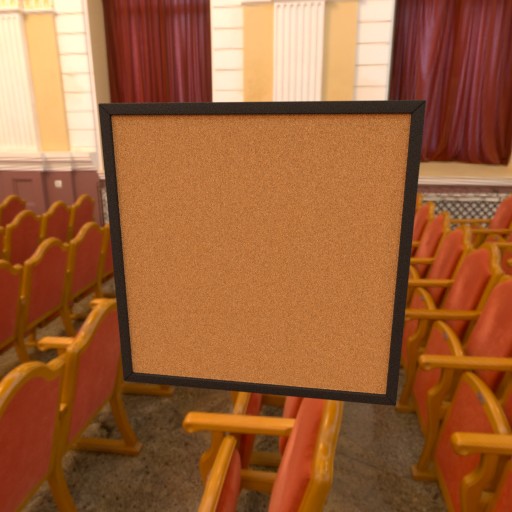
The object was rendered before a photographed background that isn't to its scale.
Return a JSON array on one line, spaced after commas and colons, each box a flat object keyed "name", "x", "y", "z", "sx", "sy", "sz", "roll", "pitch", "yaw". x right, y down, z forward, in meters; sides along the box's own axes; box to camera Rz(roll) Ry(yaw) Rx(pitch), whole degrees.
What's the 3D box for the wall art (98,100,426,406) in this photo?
[{"name": "wall art", "x": 0.000, "y": 0.000, "z": 0.466, "sx": 0.305, "sy": 0.305, "sz": 0.037, "roll": 3, "pitch": 16, "yaw": 9}]
